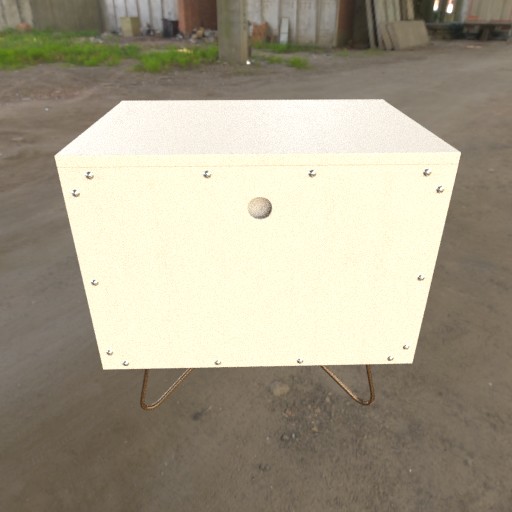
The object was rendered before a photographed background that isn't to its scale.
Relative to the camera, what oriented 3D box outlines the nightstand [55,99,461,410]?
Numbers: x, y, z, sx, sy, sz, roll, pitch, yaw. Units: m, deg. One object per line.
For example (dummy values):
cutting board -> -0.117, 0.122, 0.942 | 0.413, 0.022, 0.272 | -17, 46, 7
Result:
nightstand -> 0.000, 0.000, 1.009 | 0.614, 0.604, 0.447 | -1, 30, -1
